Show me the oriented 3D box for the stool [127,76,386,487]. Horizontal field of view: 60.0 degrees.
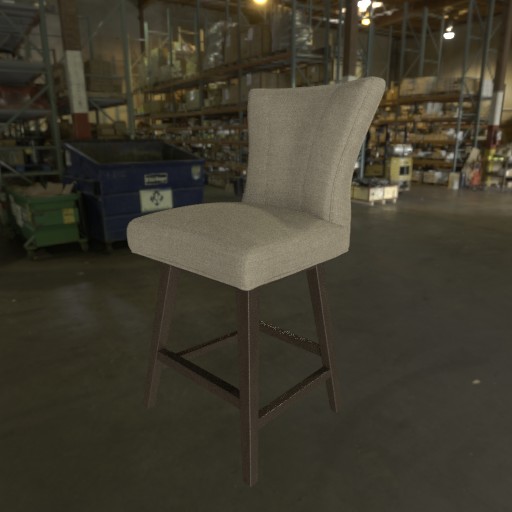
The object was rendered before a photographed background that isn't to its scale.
[{"bbox_3d":[0.000,0.000,1.324,0.514,1.000,0.574,14,21,43],"label":"stool"}]
